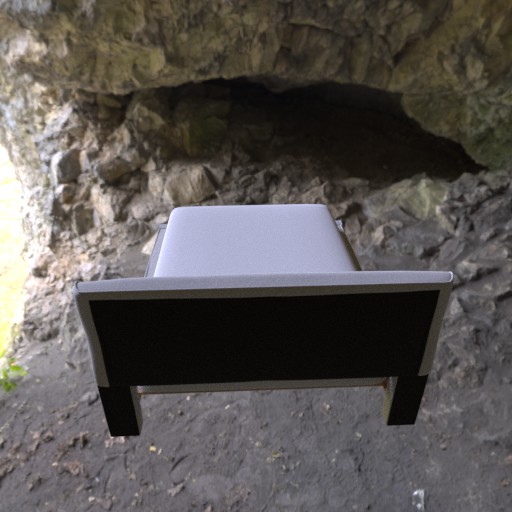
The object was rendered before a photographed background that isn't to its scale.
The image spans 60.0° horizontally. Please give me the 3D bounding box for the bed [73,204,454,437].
[{"bbox_3d":[0.000,0.000,3.313,1.840,1.067,2.368,-1,31,-2],"label":"bed"}]
